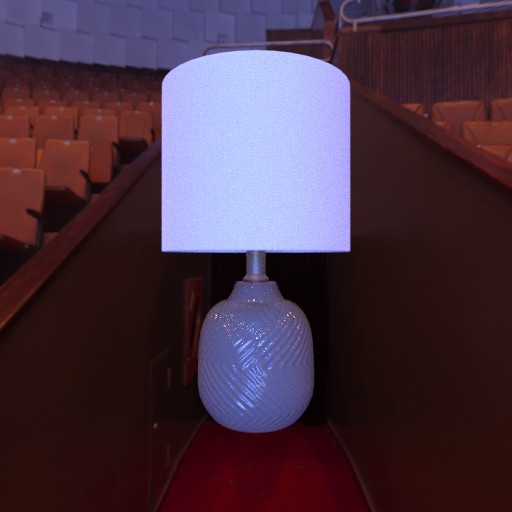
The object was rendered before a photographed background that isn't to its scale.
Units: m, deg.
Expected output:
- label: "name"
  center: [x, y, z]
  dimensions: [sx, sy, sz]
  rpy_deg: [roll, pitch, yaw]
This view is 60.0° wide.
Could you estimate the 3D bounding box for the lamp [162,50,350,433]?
- label: "lamp"
  center: [0.000, 0.000, 0.497]
  dimensions: [0.207, 0.366, 0.207]
  rpy_deg: [0, 0, 0]
